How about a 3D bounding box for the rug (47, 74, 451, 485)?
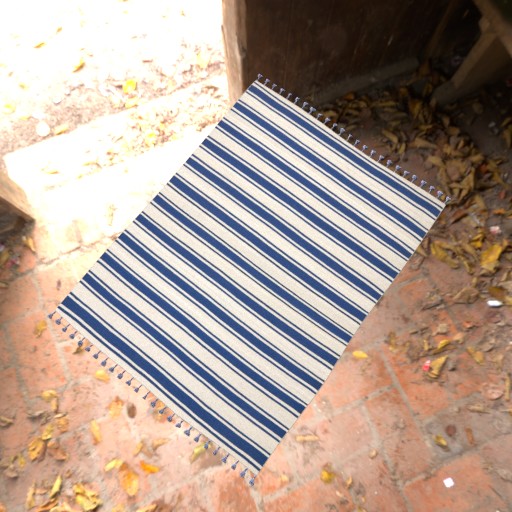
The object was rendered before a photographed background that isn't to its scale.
[{"bbox_3d":[0.000,0.000,4.396,2.471,0.016,3.416,36,78,9],"label":"rug"}]
